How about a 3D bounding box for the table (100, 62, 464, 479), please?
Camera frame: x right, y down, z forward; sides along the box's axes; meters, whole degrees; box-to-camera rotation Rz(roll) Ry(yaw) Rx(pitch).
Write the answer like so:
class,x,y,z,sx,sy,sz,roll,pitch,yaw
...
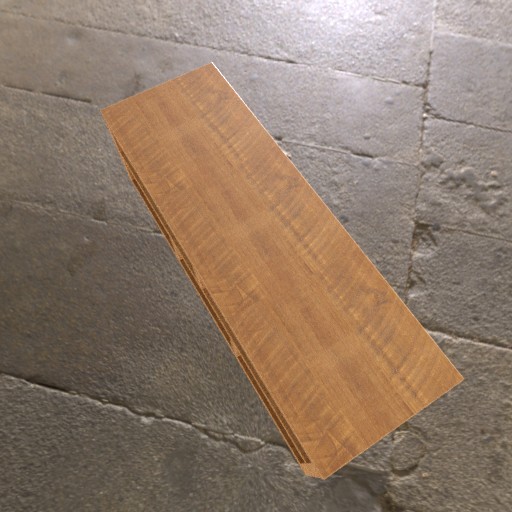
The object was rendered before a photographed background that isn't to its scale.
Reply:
class,x,y,z,sx,sy,sz,roll,pitch,yaw
table,0.000,0.000,1.721,0.499,0.491,1.499,-29,68,-13
